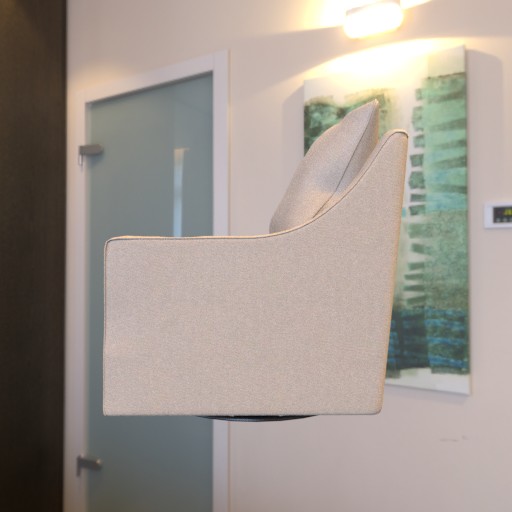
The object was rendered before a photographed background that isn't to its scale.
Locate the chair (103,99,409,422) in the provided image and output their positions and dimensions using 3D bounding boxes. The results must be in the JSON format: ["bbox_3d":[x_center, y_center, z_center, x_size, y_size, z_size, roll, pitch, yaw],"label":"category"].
[{"bbox_3d":[0.000,0.000,1.599,0.876,0.942,0.760,0,-1,-1],"label":"chair"}]
